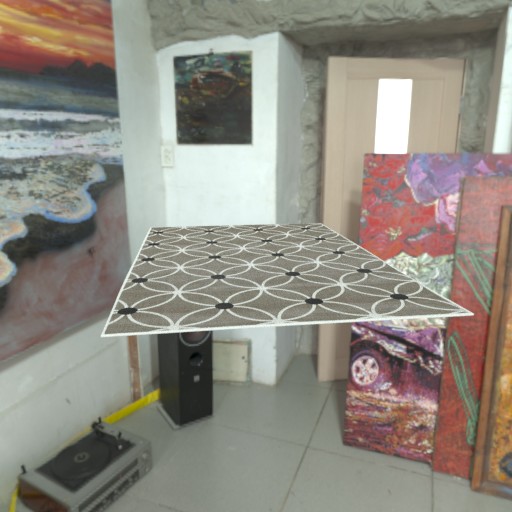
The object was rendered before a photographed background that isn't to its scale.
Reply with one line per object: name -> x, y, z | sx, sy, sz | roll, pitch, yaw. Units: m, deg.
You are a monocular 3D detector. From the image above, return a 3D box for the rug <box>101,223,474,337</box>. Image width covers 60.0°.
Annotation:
rug -> 0.000, 0.000, 2.847 | 1.522, 0.008, 2.284 | -2, 14, -8
